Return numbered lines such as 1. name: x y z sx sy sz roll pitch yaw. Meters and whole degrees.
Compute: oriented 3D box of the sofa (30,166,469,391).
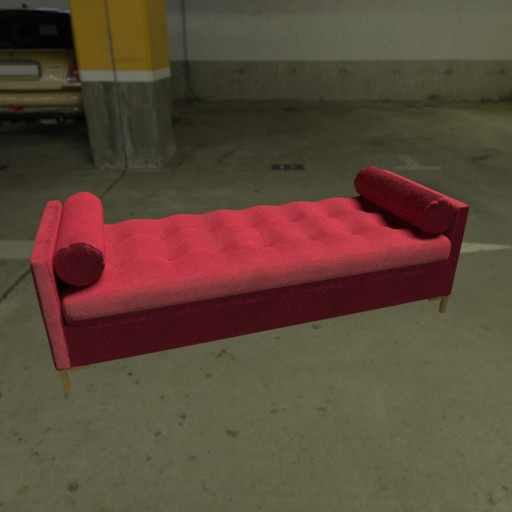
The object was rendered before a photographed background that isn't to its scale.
1. sofa: 0.000 0.000 2.432 2.102 0.705 0.796 -8 27 -16
